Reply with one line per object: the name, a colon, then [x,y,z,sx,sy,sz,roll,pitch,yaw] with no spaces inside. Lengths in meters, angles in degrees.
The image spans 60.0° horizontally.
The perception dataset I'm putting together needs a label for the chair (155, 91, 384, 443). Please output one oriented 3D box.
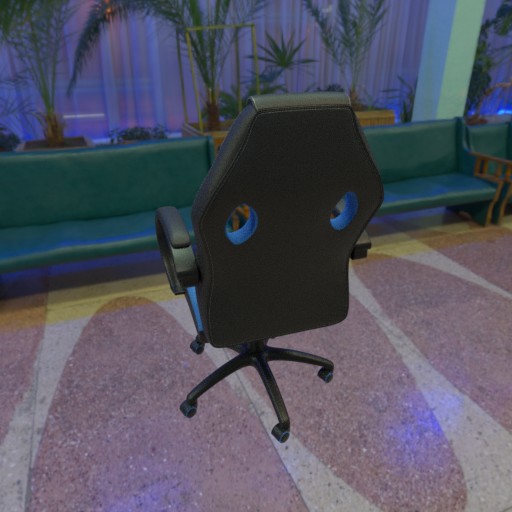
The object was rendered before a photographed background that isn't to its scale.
chair: [0.000,0.000,1.612,0.673,1.187,0.724,-9,28,-17]
